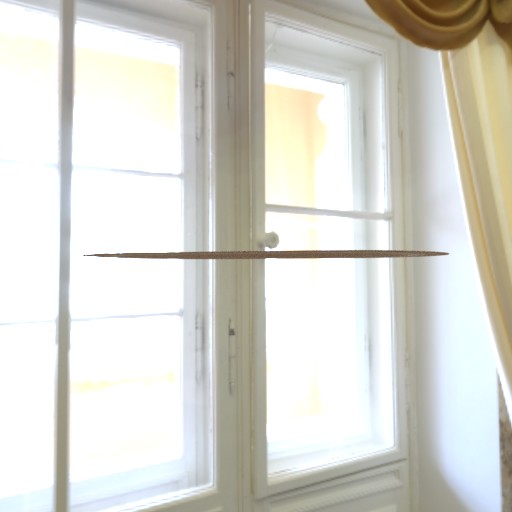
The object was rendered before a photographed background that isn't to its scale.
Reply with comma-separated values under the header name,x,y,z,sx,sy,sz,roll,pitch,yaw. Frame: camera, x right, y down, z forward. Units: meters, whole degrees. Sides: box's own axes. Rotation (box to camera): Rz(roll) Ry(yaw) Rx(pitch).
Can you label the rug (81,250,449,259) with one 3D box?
name,x,y,z,sx,sy,sz,roll,pitch,yaw
rug,0.000,0.000,3.034,2.432,0.006,1.520,-1,-2,18
